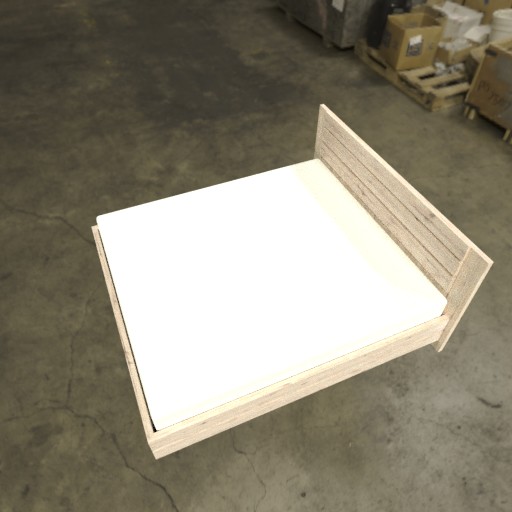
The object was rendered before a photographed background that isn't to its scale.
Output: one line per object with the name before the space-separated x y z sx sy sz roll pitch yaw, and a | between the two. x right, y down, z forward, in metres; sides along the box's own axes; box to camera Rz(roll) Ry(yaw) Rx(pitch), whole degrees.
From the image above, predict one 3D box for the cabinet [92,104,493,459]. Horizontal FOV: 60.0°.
cabinet | 0.000 0.000 3.173 2.080 0.970 1.950 -18 50 -16
